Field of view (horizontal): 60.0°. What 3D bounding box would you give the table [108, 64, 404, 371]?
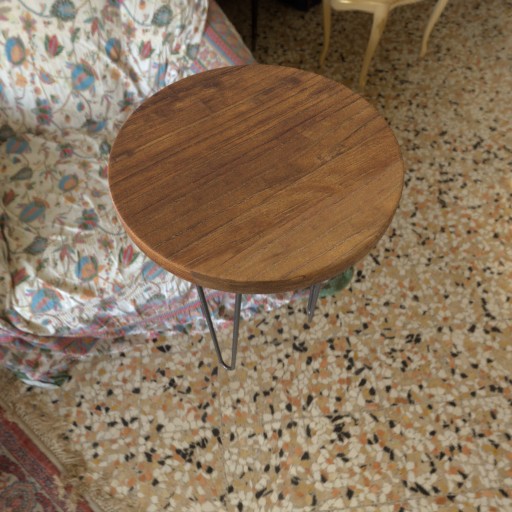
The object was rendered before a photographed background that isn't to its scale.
[{"bbox_3d":[0.000,0.000,0.821,0.400,0.520,0.400,0,57,0],"label":"table"}]
